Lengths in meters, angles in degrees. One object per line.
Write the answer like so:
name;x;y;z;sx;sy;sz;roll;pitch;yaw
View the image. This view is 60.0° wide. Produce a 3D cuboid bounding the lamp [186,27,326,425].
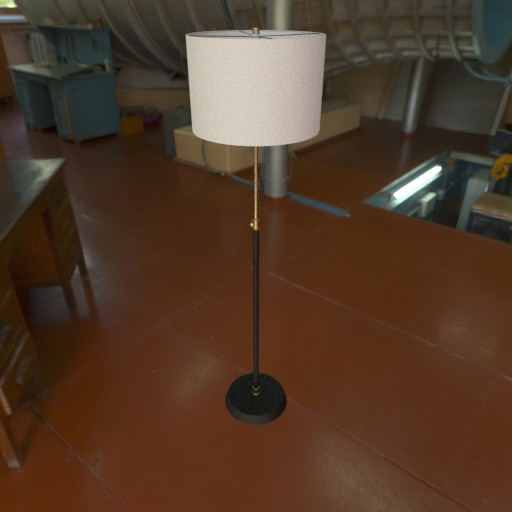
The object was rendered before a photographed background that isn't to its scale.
lamp;0.000;0.000;1.655;0.404;1.517;0.404;-8;31;-14
